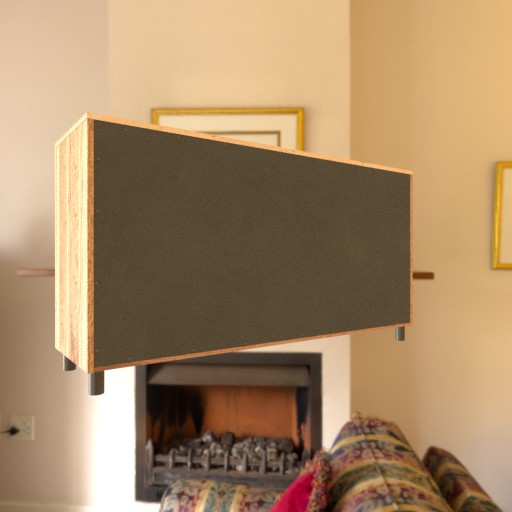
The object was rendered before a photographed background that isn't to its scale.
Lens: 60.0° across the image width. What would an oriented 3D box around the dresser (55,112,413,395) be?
[{"bbox_3d":[0.000,0.000,1.930,1.547,0.834,0.487,0,0,-35],"label":"dresser"}]
